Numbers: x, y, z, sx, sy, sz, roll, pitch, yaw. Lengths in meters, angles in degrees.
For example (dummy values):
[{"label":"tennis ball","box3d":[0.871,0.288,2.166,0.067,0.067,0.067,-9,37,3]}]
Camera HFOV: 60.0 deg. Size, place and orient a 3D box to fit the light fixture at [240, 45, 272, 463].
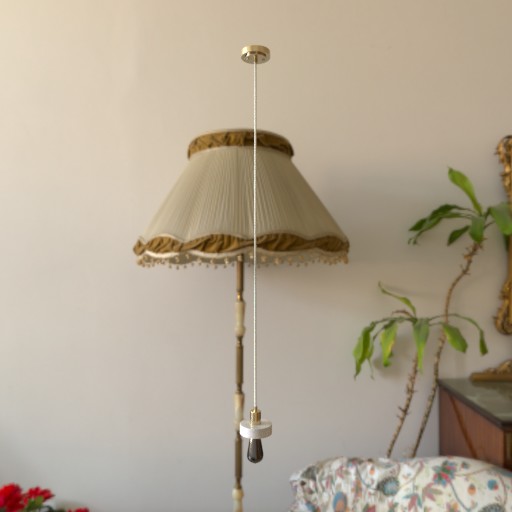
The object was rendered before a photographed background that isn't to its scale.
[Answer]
[{"label":"light fixture","box3d":[0.000,0.000,1.800,0.129,1.669,0.129,1,-1,-36]}]
